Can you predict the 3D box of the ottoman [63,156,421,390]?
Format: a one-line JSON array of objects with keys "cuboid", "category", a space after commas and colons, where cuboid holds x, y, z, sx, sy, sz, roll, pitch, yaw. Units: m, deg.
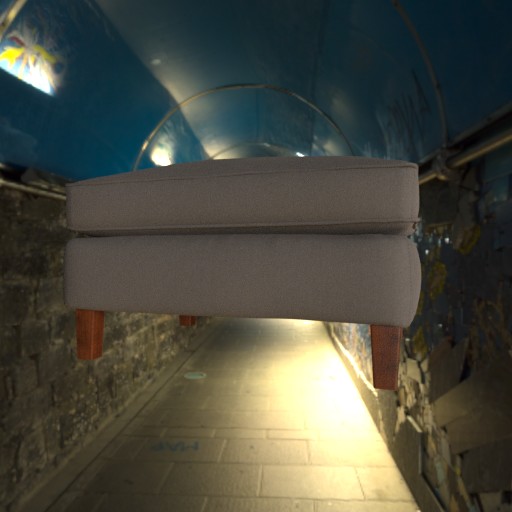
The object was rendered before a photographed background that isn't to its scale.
[{"cuboid": [0.000, 0.000, 0.988, 0.686, 0.406, 0.508, 0, 1, 19], "category": "ottoman"}]
